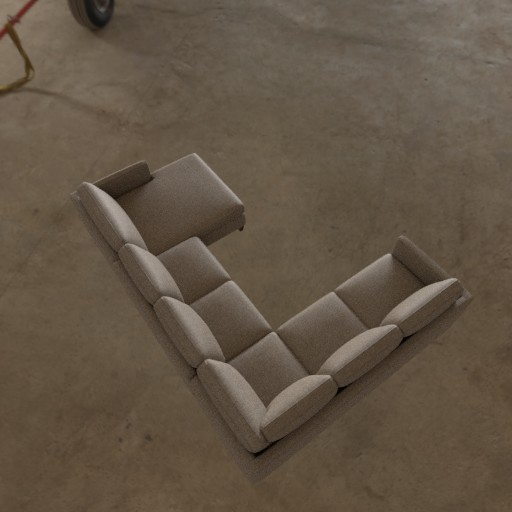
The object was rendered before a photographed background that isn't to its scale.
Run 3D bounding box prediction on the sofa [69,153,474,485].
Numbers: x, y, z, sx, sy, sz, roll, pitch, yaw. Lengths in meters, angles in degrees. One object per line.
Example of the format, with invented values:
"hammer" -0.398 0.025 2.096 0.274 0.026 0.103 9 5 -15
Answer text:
"sofa" 0.000 0.000 4.594 2.551 0.889 3.403 -31 62 -19
